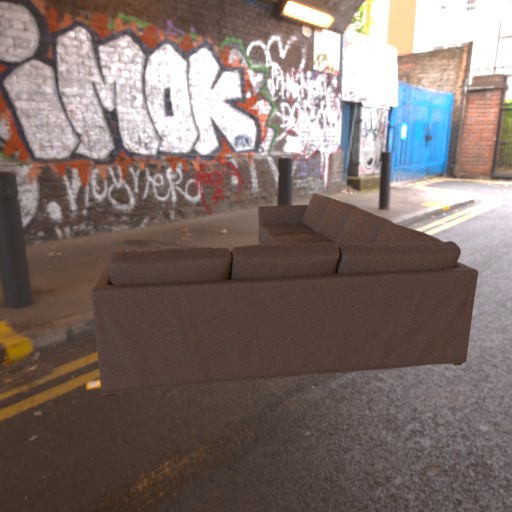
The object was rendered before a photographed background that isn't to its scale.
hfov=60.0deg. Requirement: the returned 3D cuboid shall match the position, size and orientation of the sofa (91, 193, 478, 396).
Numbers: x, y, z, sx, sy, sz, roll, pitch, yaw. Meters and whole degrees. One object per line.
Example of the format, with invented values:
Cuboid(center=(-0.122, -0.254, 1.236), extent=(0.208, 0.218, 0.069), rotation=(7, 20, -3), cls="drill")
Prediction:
Cuboid(center=(0.000, 0.000, 4.249), extent=(2.432, 0.871, 3.182), rotation=(-2, 15, -9), cls="sofa")
